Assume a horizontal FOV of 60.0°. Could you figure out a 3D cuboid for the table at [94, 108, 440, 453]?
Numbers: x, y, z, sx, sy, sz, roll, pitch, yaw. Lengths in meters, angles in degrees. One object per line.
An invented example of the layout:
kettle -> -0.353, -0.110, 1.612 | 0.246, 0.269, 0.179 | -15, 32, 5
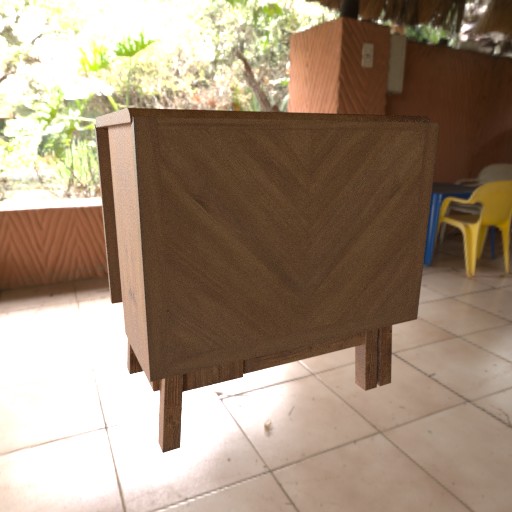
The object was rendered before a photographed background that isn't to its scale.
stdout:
table -> 0.000, 0.000, 1.637 | 0.967, 0.981, 0.701 | -7, 17, -25
